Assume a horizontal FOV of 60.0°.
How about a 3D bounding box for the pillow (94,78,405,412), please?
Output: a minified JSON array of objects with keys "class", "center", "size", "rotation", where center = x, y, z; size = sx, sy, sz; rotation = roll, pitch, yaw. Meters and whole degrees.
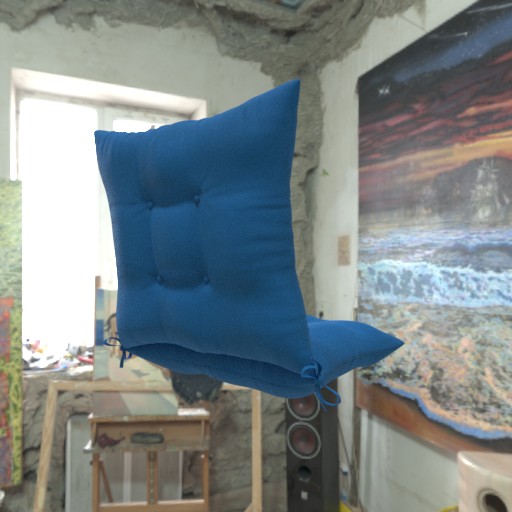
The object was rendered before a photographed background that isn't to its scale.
[{"class":"pillow","center":[0.000,0.000,1.006],"size":[0.541,0.536,0.585],"rotation":[0,-1,35]}]
